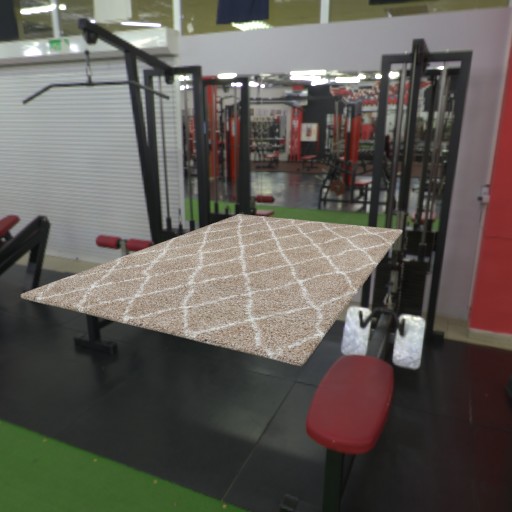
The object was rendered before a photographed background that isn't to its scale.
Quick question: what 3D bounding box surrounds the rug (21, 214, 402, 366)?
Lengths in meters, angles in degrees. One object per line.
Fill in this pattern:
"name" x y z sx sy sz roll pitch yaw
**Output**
"rug" 0.000 0.000 3.425 1.778 0.030 2.743 8 18 25
